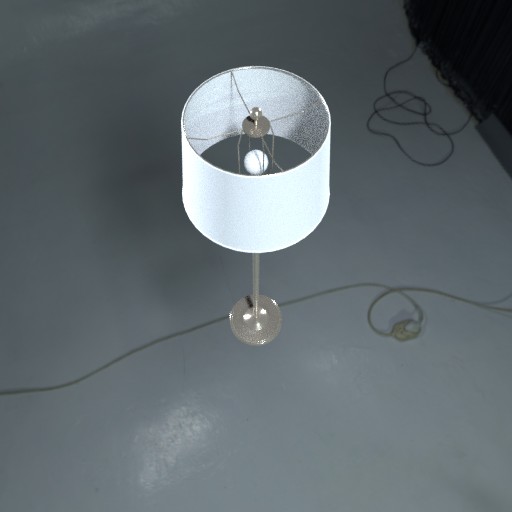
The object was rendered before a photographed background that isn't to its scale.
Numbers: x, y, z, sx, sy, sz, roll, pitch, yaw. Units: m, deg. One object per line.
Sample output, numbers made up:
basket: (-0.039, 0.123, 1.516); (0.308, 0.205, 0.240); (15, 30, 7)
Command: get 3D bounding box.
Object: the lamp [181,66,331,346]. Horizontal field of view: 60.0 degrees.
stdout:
lamp: (0.000, 0.000, 1.689); (0.431, 1.488, 0.431); (0, 63, 0)
